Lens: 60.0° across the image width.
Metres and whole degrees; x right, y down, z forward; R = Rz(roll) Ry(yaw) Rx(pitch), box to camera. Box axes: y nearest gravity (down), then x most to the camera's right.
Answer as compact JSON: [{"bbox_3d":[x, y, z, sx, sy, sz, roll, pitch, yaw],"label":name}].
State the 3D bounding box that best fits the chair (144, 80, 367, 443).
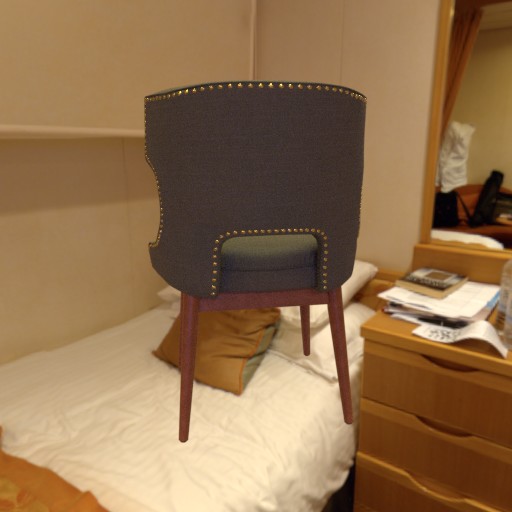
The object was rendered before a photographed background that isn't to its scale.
[{"bbox_3d":[0.000,0.000,1.249,0.595,0.863,0.581,-2,14,-9],"label":"chair"}]
